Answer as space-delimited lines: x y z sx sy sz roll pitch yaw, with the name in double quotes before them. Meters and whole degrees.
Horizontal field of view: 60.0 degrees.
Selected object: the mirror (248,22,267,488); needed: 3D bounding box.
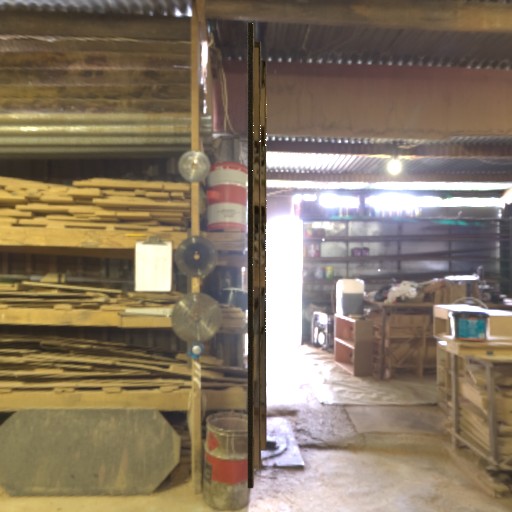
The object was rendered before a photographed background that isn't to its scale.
"mirror" 0.000 0.000 1.174 0.039 0.914 0.613 0 -1 -1
